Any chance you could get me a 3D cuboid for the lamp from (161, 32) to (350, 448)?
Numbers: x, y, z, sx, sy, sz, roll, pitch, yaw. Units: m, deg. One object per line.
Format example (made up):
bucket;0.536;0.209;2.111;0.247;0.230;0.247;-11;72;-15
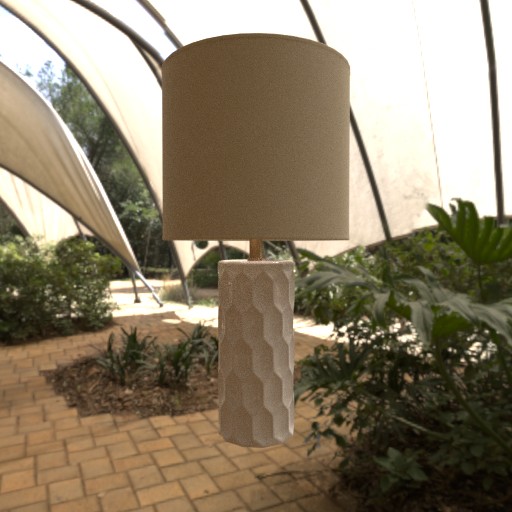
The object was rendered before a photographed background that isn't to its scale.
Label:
lamp;0.000;0.000;0.670;0.277;0.537;0.277;1;2;35
